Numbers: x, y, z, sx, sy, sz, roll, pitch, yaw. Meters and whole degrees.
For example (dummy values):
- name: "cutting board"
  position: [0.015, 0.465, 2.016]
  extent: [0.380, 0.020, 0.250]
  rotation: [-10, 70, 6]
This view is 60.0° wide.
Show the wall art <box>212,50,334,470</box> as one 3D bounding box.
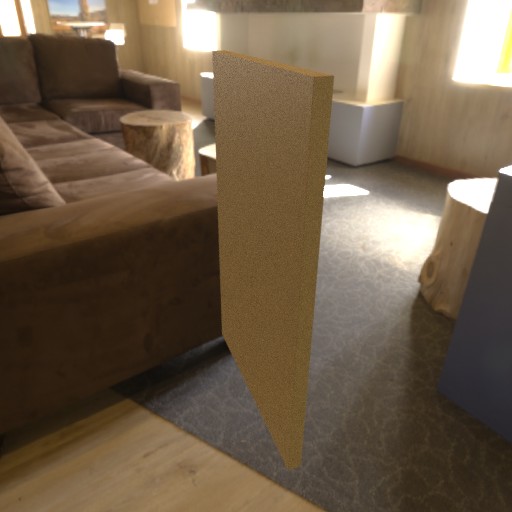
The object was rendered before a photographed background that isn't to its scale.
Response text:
- name: "wall art"
  position: [0.000, 0.000, 0.999]
  extent: [0.039, 0.810, 0.510]
  rotation: [-10, 30, -18]
